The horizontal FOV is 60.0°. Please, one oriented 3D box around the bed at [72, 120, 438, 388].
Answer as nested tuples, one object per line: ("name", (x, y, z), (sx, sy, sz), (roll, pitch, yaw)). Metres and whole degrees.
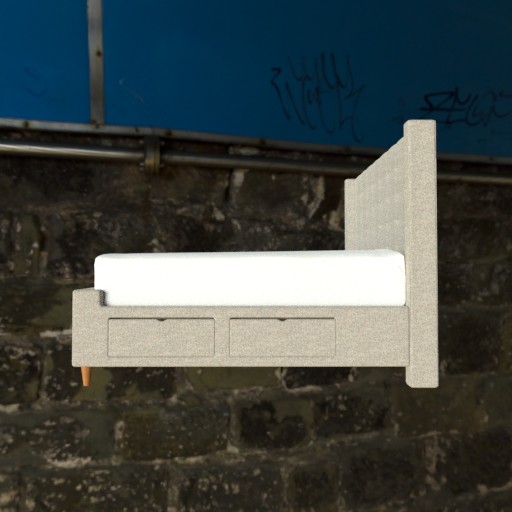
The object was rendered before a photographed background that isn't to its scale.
("bed", (0.000, 0.000, 3.876), (2.372, 1.748, 2.044), (0, -1, 0))
